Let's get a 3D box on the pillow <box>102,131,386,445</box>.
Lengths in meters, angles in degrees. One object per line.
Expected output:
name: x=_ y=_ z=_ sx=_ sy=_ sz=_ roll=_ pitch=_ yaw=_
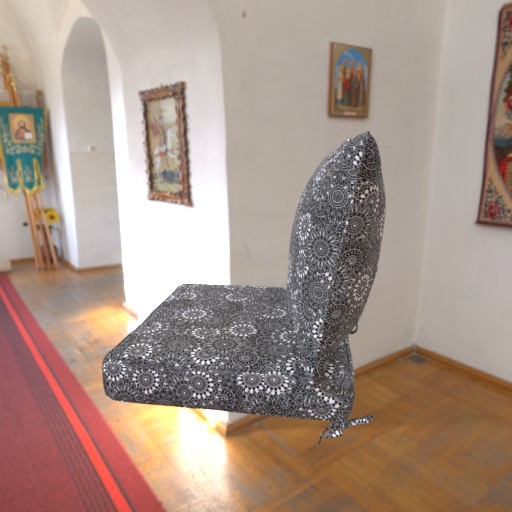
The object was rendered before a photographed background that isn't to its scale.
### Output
pillow: x=0.000 y=0.000 z=1.367 sx=0.740 sy=0.722 sz=0.798 roll=2 pitch=14 yaw=9
